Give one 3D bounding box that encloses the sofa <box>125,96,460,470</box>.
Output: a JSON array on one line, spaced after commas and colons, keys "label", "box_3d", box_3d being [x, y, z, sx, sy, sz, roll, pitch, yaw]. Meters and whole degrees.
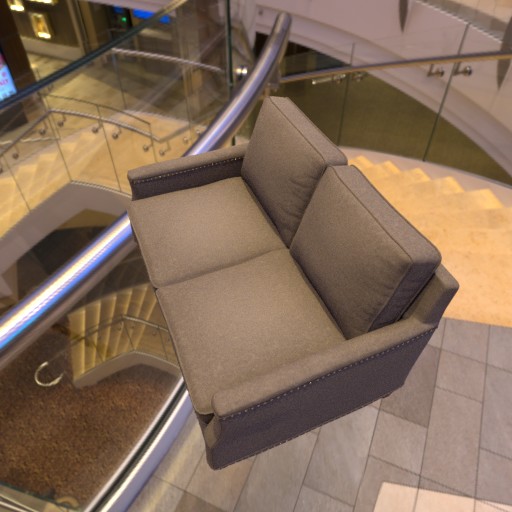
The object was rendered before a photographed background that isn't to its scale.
[{"label": "sofa", "box_3d": [0.000, 0.000, 2.268, 1.084, 1.003, 1.597, -17, 49, -15]}]
